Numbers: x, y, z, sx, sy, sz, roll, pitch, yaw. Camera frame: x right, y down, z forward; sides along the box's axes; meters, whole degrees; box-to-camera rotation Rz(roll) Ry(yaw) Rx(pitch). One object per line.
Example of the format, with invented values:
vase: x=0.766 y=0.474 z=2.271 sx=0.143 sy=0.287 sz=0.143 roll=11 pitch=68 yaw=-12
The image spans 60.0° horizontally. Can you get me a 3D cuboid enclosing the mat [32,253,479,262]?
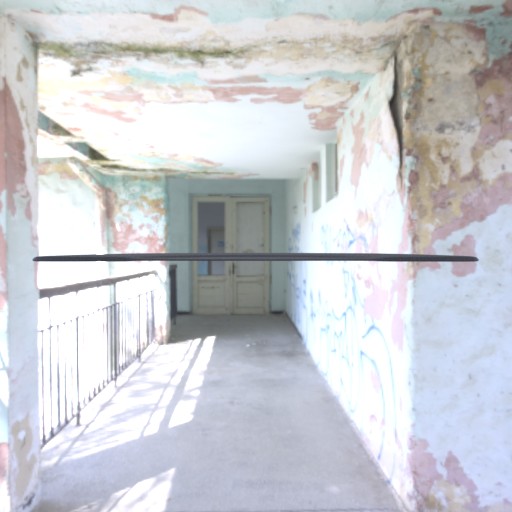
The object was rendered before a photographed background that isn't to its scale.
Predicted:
mat: x=0.000 y=0.000 z=1.636 sx=1.220 sy=0.016 sz=0.917 roll=0 pitch=1 yaw=0
